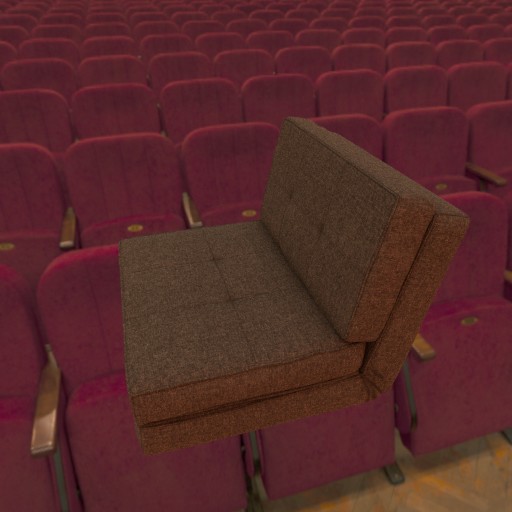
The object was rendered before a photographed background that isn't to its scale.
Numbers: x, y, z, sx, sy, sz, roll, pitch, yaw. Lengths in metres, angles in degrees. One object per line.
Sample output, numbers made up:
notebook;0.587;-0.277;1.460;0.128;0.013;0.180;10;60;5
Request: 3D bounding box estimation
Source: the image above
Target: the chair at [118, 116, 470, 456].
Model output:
chair;0.000;0.000;1.297;0.800;0.615;0.740;-9;32;-14
